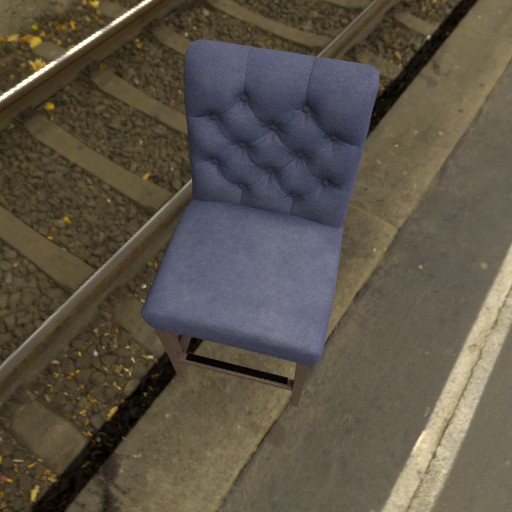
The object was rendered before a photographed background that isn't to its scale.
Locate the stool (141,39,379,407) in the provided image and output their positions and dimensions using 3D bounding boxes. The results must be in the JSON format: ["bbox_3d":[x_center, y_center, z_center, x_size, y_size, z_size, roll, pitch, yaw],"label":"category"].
[{"bbox_3d":[0.000,0.000,1.339,0.493,1.010,0.601,12,59,7],"label":"stool"}]
